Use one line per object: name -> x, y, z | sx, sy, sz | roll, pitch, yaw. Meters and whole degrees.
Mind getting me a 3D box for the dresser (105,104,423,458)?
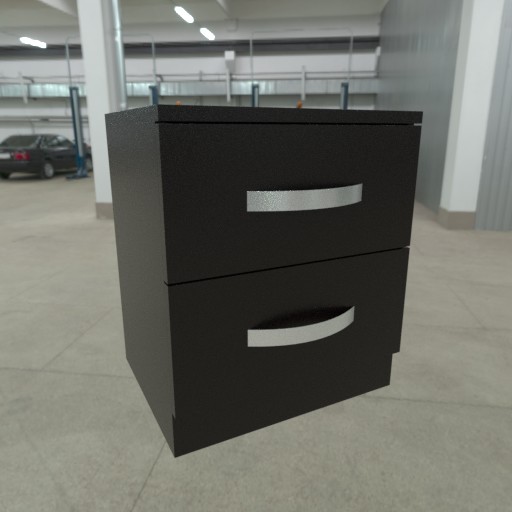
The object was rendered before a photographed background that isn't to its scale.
dresser -> 0.000, 0.000, 0.762 | 0.400, 0.470, 0.360 | -8, 18, -26
